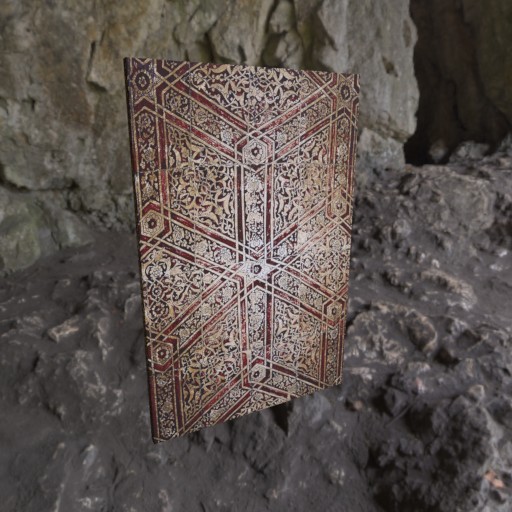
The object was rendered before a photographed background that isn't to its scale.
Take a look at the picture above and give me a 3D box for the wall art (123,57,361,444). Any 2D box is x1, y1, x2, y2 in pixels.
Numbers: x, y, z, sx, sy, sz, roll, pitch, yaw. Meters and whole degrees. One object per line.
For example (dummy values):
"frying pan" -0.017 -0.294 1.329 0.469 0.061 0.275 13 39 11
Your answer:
"wall art" 0.000 0.000 0.760 0.397 0.599 0.020 -8 18 -27
